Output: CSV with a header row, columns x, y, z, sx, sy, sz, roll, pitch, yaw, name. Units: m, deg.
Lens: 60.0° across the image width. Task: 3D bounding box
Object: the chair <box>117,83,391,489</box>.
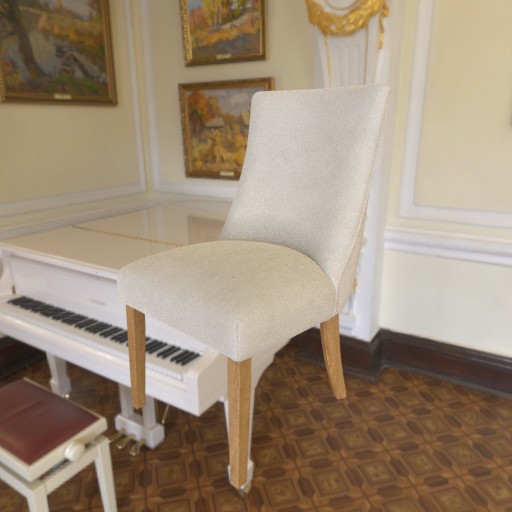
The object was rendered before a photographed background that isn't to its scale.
x,y,z,sx,sy,sz,roll,pitch,yaw,name
0.000,0.000,1.228,0.495,0.902,0.610,15,22,42,chair
